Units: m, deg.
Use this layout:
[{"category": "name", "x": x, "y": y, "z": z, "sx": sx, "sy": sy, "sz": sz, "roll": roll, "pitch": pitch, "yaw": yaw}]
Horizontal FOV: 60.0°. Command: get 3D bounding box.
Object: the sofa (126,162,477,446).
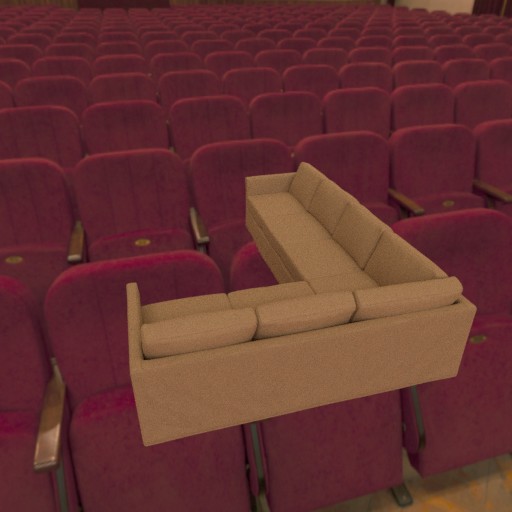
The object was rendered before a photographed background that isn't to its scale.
[{"category": "sofa", "x": 0.000, "y": 0.000, "z": 4.326, "sx": 2.432, "sy": 0.871, "sz": 3.182, "roll": -8, "pitch": 30, "yaw": -13}]
